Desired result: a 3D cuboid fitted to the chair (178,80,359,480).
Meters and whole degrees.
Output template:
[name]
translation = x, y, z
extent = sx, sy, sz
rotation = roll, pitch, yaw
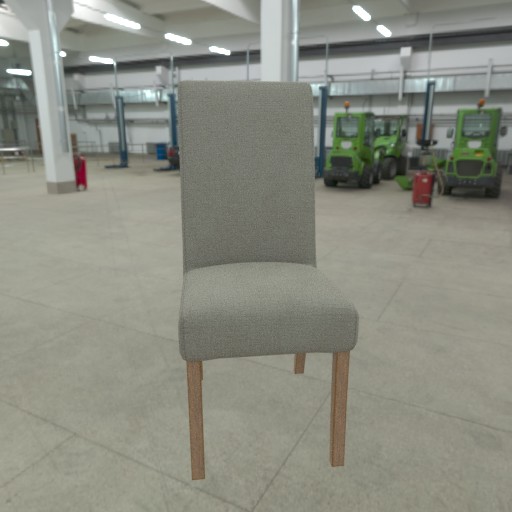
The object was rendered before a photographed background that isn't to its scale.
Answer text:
[chair]
translation = 0.000, 0.000, 1.329
extent = 0.450, 1.033, 0.611
rotation = -2, 16, -7
